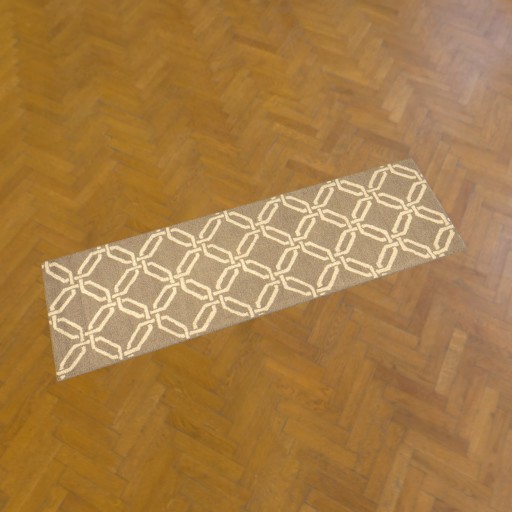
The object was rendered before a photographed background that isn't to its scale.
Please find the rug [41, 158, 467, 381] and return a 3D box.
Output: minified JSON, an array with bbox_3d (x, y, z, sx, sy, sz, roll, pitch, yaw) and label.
[{"bbox_3d":[0.000,0.000,2.464,2.276,0.014,0.678,-17,65,-8],"label":"rug"}]
